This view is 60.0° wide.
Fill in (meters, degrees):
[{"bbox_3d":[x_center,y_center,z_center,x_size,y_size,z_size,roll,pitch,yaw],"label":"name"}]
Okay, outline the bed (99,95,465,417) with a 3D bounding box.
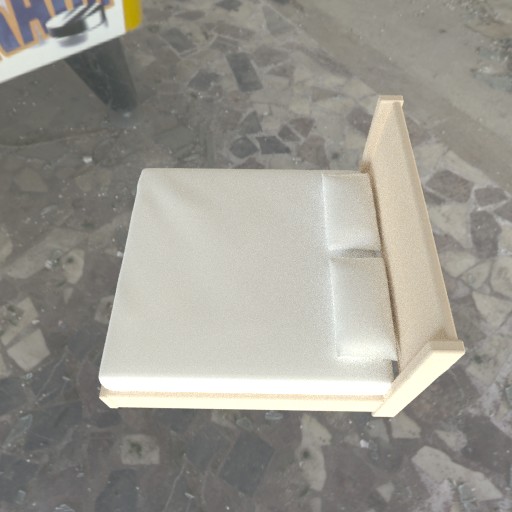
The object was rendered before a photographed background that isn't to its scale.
[{"bbox_3d":[0.000,0.000,3.572,2.293,1.471,2.145,1,57,1],"label":"bed"}]
